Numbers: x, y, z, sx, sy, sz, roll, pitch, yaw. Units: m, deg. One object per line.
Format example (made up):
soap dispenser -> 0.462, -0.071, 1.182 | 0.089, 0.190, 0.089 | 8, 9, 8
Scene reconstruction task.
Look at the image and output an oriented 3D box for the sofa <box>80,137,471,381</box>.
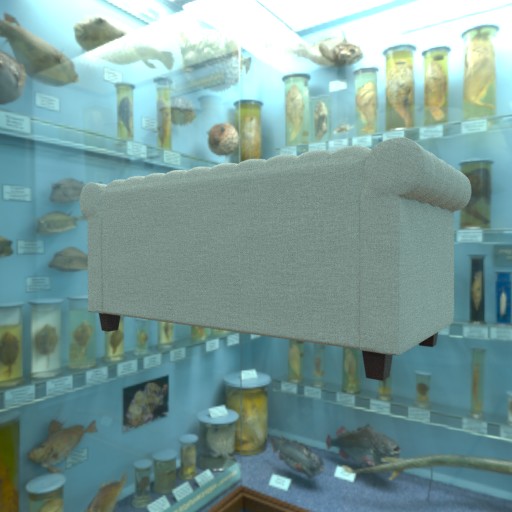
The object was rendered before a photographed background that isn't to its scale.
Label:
sofa -> 0.000, 0.000, 2.167 | 1.798, 0.797, 0.783 | 1, 1, 36
